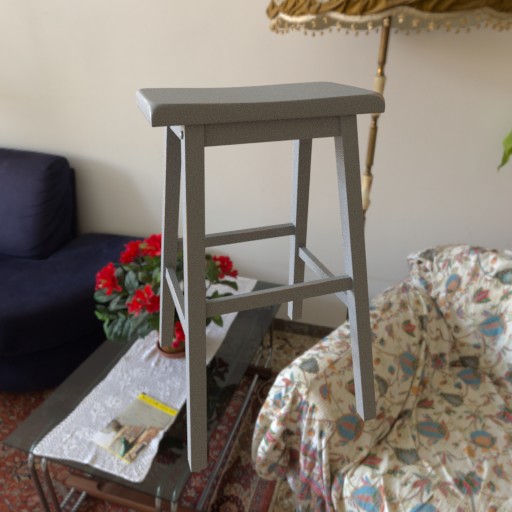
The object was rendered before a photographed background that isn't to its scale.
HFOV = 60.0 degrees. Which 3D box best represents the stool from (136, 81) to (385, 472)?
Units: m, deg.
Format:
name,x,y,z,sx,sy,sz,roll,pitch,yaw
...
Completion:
name,x,y,z,sx,sy,sz,roll,pitch,yaw
stool,0.000,0.000,1.047,0.457,0.737,0.476,-9,28,-17
